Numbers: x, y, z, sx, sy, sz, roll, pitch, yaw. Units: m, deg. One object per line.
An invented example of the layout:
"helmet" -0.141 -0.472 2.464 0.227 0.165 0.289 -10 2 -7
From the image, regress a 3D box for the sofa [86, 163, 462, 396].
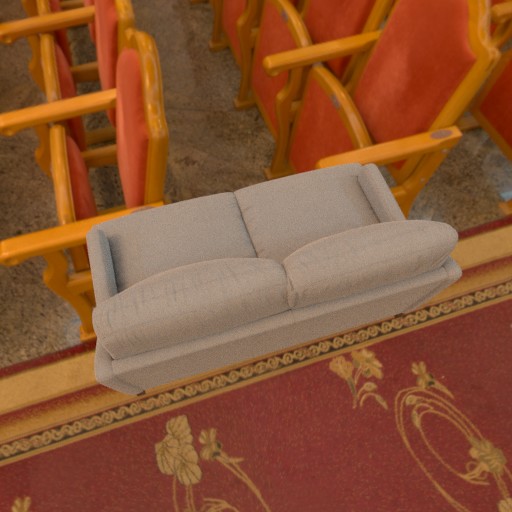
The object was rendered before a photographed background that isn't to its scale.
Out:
"sofa" 0.000 0.000 2.217 1.589 0.921 0.987 -15 60 -9
